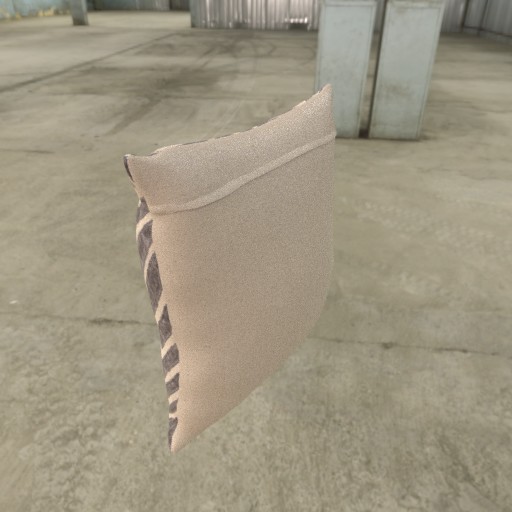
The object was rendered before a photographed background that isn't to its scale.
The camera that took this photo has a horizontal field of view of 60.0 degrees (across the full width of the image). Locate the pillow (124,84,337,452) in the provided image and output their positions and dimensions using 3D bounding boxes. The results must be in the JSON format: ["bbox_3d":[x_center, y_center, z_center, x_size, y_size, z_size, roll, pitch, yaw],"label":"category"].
[{"bbox_3d":[0.000,0.000,0.673,0.182,0.441,0.440,19,35,29],"label":"pillow"}]
